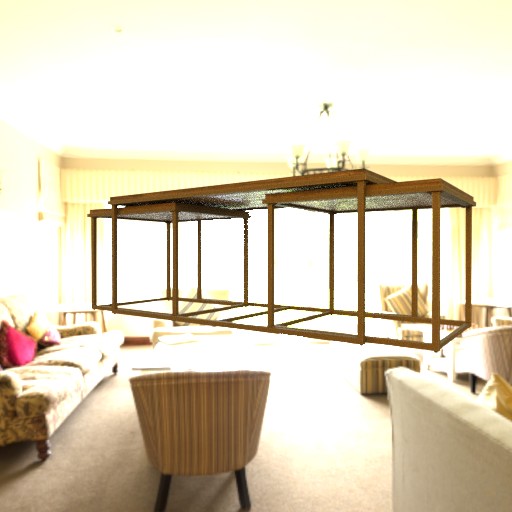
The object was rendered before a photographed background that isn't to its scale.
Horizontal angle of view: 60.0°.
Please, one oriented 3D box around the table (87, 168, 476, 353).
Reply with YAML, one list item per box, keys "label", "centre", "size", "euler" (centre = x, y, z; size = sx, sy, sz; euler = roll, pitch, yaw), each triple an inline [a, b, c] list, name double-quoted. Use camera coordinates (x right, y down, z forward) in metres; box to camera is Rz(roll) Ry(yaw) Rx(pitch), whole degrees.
- label: "table"
  centre: [0.000, 0.000, 1.532]
  size: [1.312, 0.427, 0.489]
  euler: [0, 1, 35]
